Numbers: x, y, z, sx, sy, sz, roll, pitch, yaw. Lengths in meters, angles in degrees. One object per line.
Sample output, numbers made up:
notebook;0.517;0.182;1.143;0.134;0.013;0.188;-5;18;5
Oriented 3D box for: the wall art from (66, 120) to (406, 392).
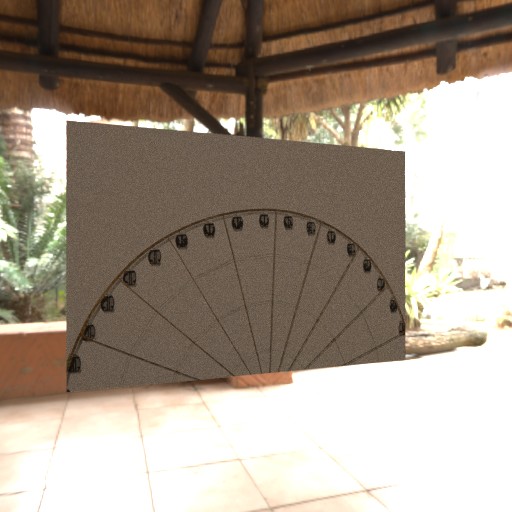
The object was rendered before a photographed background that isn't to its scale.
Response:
wall art;0.000;0.000;1.140;0.898;0.601;0.038;0;0;-19
